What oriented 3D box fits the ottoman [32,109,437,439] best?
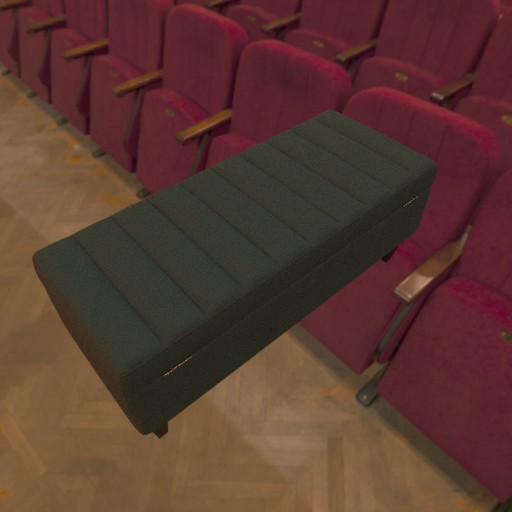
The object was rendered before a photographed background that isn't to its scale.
[{"bbox_3d":[0.000,0.000,1.418,1.151,0.469,0.482,-32,55,-27],"label":"ottoman"}]
